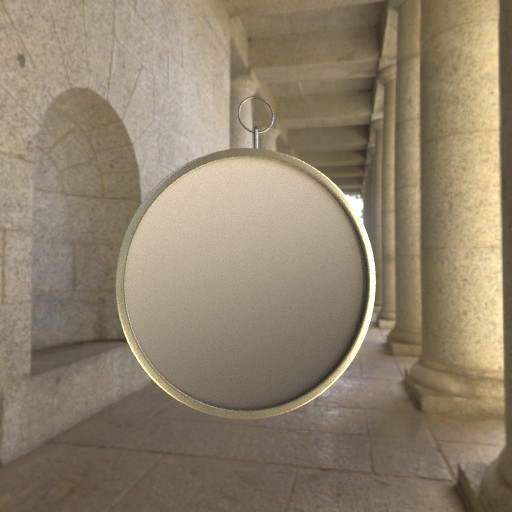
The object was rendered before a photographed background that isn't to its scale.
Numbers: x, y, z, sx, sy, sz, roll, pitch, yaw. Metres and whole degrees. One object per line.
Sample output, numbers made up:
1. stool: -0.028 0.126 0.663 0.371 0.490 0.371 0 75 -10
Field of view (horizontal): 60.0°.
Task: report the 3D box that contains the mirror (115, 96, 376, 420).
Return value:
1. mirror: 0.000 0.000 0.983 0.594 0.713 0.020 0 -1 -17
